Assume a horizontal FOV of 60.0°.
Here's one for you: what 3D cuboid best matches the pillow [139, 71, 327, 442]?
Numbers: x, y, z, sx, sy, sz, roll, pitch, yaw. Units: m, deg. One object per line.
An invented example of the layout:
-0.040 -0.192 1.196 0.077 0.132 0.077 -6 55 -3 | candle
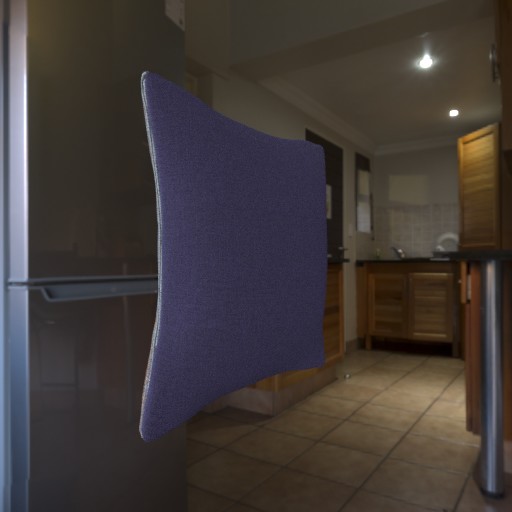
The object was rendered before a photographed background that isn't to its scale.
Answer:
0.000 0.000 0.667 0.136 0.419 0.437 0 0 36 | pillow
